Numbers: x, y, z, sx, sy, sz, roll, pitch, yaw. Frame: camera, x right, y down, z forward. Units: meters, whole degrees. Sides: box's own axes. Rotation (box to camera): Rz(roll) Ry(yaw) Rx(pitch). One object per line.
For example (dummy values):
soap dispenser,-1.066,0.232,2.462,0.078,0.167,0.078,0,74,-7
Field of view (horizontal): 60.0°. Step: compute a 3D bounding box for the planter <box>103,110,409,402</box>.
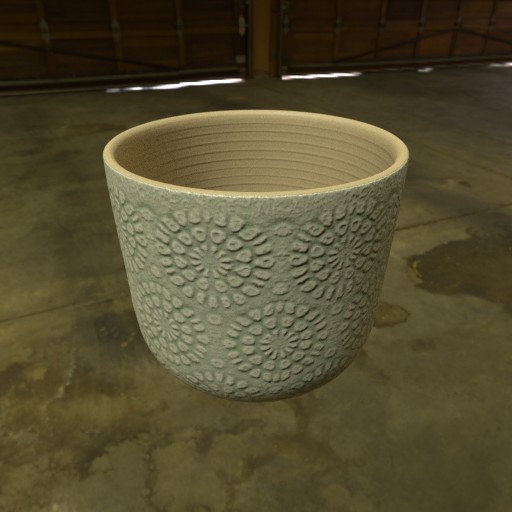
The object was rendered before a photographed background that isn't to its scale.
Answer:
planter,0.000,0.000,0.292,0.169,0.153,0.169,0,30,0
